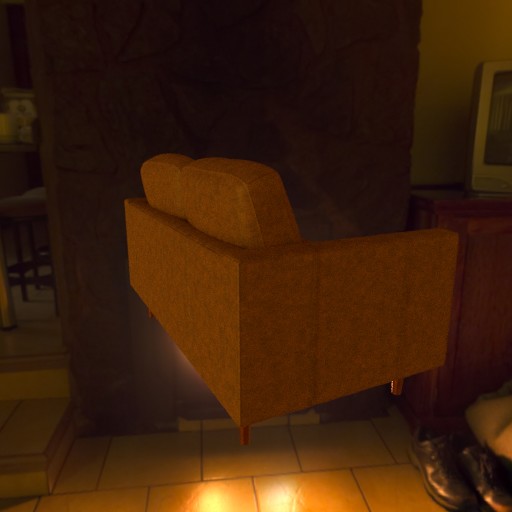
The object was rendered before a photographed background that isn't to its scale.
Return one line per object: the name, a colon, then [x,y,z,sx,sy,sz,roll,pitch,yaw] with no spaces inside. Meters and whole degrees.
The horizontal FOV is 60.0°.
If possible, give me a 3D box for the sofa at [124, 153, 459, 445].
sofa: [0.000,0.000,2.123,0.909,0.951,1.578,-7,16,-26]
